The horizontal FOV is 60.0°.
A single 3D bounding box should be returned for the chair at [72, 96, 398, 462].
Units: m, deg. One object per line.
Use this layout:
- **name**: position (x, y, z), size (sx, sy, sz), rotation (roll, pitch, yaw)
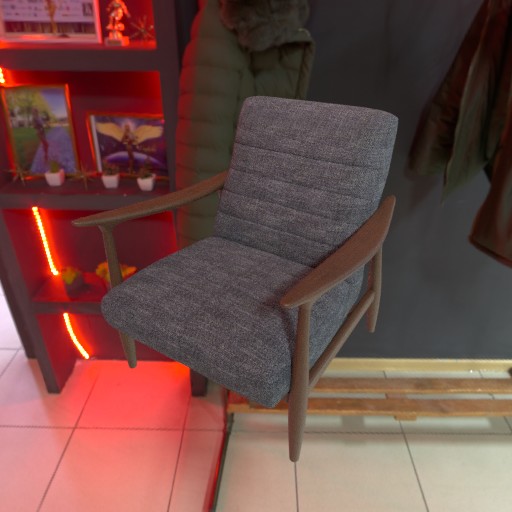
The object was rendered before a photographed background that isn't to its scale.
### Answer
- **chair**: position (0.000, 0.000, 1.418), size (0.741, 0.832, 0.798), rotation (19, 35, 28)
